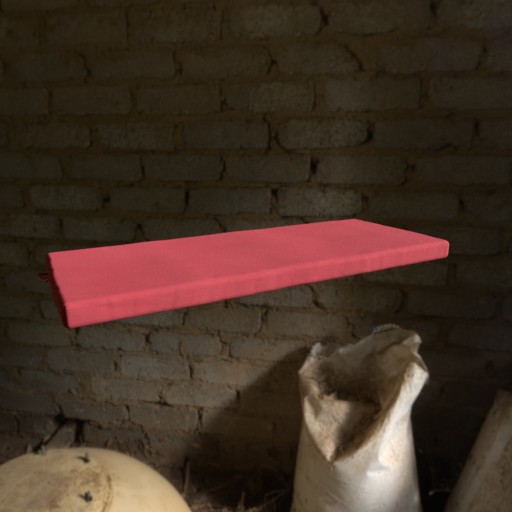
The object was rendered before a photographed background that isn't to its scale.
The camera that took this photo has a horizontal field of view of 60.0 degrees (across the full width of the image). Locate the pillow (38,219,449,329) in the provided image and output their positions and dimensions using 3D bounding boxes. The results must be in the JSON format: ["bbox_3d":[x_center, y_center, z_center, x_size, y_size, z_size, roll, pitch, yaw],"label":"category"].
[{"bbox_3d":[0.000,0.000,1.350,1.187,0.081,0.492,-8,17,-28],"label":"pillow"}]
